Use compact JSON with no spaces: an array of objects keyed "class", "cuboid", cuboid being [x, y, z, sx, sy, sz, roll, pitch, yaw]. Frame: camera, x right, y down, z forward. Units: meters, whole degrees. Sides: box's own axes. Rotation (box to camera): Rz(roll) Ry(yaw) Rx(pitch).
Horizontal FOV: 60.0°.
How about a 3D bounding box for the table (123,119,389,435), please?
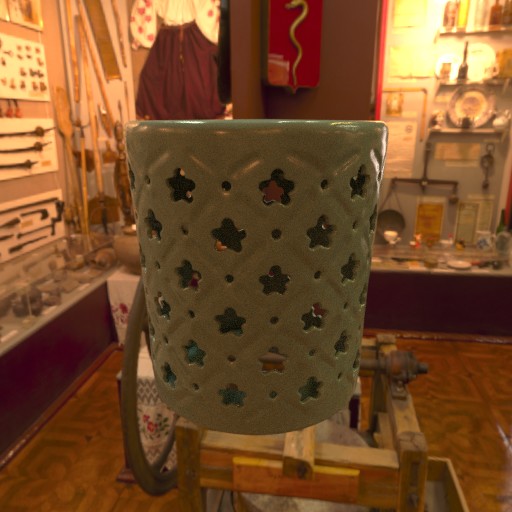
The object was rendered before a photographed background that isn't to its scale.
[{"class":"table","cuboid":[0.000,0.000,0.657,0.352,0.387,0.352,0,16,0]}]
